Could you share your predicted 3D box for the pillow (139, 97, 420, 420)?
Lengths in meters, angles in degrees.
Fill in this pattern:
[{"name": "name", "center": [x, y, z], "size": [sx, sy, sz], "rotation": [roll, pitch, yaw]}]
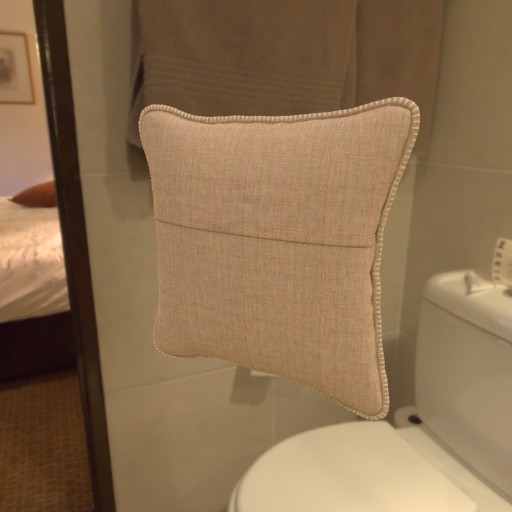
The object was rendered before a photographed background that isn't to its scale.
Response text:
[{"name": "pillow", "center": [0.000, 0.000, 0.748], "size": [0.485, 0.494, 0.124], "rotation": [9, 19, 28]}]
